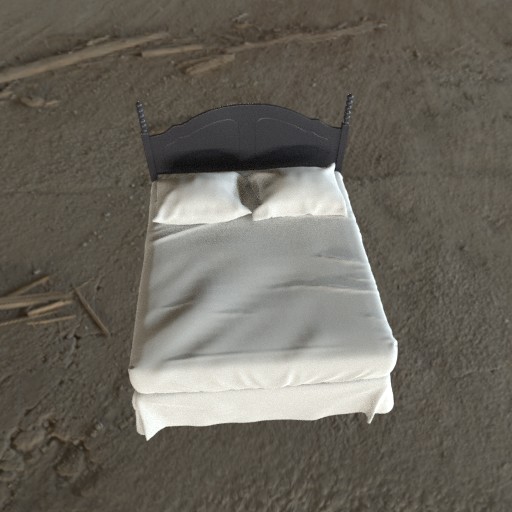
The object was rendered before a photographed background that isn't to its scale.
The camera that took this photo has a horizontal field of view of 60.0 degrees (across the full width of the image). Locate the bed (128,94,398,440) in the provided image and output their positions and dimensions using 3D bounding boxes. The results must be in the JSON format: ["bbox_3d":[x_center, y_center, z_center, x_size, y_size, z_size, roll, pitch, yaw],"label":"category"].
[{"bbox_3d":[0.000,0.000,3.188,1.873,1.356,2.040,-3,49,-3],"label":"bed"}]
